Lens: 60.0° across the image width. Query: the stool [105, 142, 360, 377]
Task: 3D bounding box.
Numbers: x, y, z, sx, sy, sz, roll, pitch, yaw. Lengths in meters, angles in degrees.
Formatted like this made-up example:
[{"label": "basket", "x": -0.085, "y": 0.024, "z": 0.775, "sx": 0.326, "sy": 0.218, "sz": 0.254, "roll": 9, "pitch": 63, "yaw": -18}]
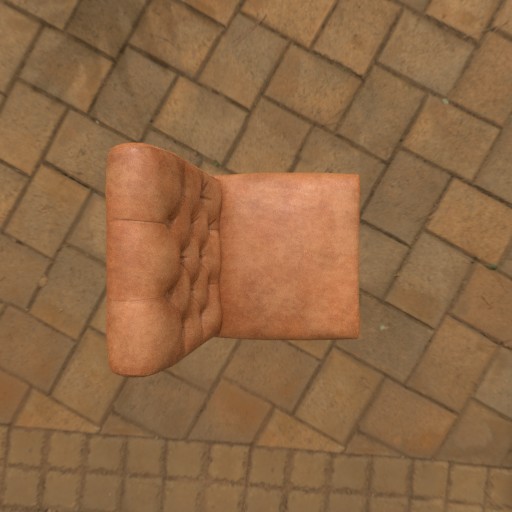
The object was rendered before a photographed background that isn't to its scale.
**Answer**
[{"label": "stool", "x": 0.000, "y": 0.000, "z": 1.421, "sx": 0.601, "sy": 1.140, "sz": 0.493, "roll": 0, "pitch": 91, "yaw": 0}]
